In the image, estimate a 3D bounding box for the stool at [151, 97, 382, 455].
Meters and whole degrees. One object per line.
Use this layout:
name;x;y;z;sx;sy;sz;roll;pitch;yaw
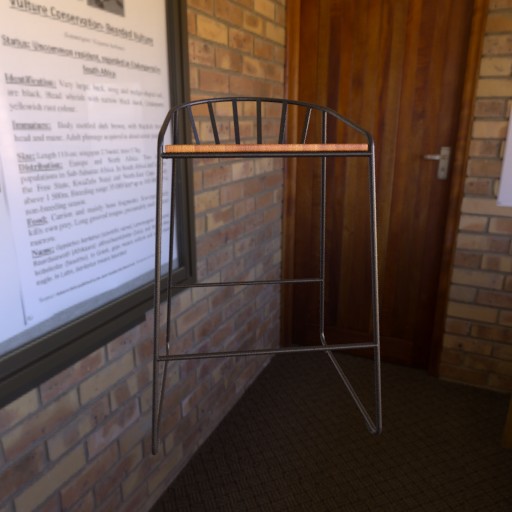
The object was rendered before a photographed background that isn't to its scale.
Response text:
stool;0.000;0.000;1.165;0.546;0.812;0.521;-2;17;-7
